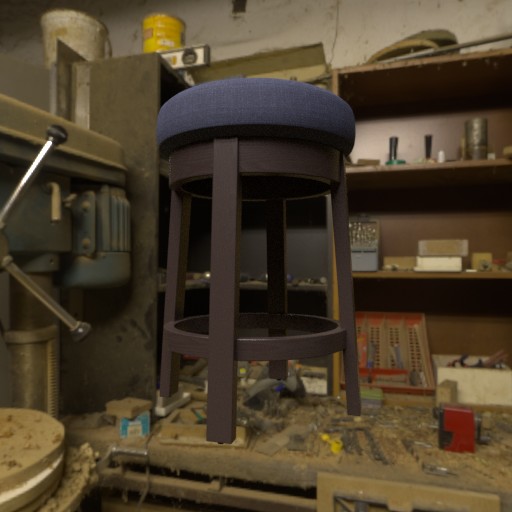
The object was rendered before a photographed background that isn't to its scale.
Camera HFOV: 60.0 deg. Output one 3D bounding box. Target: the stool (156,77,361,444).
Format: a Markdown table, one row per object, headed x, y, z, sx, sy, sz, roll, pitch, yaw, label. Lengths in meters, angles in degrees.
| x | y | z | sx | sy | sz | roll | pitch | yaw | label |
| --- | --- | --- | --- | --- | --- | --- | --- | --- | --- |
| 0.000 | 0.000 | 0.977 | 0.449 | 0.655 | 0.449 | 0 | -1 | 0 | stool |
